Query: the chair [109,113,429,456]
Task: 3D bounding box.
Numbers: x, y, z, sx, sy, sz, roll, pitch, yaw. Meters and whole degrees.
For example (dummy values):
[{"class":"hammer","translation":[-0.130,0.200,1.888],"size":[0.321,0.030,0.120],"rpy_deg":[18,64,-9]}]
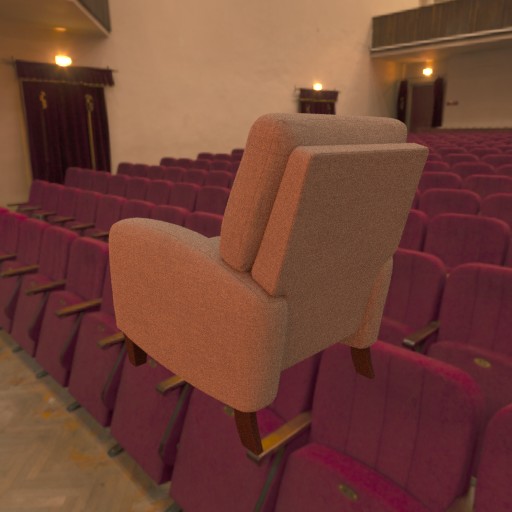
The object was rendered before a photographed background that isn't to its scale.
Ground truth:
[{"class":"chair","translation":[0.000,0.000,1.665],"size":[0.762,0.990,0.990],"rpy_deg":[-14,21,-42]}]
